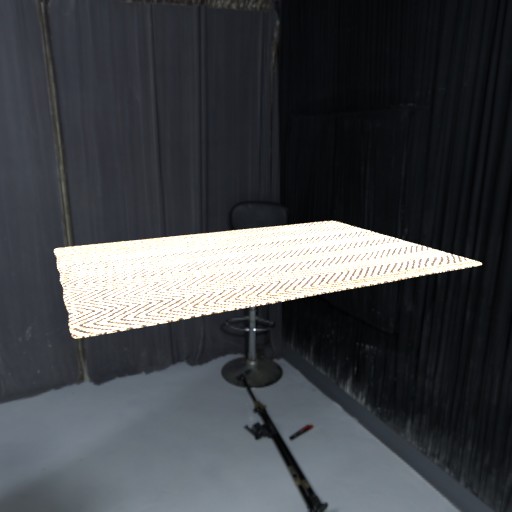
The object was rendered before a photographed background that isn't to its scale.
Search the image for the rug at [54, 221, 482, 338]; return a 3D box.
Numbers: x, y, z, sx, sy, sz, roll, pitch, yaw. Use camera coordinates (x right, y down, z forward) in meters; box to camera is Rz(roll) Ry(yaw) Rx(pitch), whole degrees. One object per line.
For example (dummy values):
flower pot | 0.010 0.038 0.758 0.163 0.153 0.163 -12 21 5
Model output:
rug | 0.000 0.000 2.244 1.828 0.008 1.219 -7 17 -25
